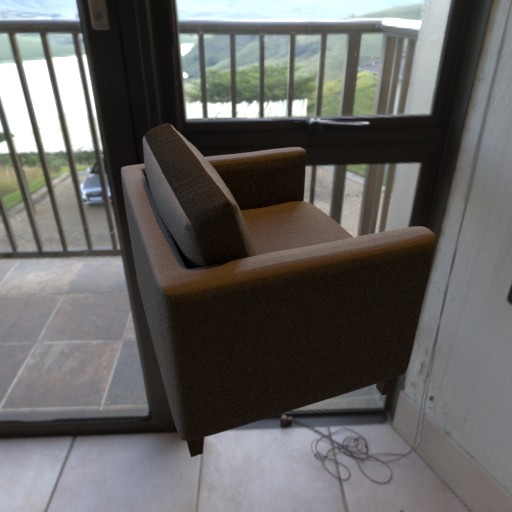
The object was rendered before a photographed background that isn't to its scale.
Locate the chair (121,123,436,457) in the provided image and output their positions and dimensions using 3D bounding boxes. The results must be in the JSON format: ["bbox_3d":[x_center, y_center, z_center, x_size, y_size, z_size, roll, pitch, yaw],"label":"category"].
[{"bbox_3d":[0.000,0.000,1.888,0.959,0.963,1.107,-11,32,-18],"label":"chair"}]
